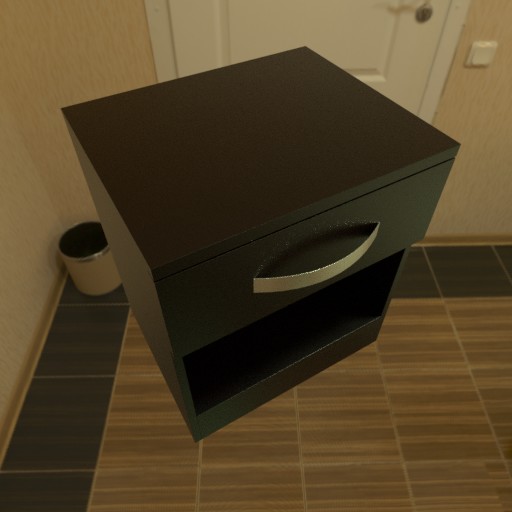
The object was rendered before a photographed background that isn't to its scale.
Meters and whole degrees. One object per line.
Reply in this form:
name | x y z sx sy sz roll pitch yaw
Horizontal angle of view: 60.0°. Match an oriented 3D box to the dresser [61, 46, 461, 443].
dresser | 0.000 0.000 0.733 0.400 0.470 0.360 -23 52 -20
